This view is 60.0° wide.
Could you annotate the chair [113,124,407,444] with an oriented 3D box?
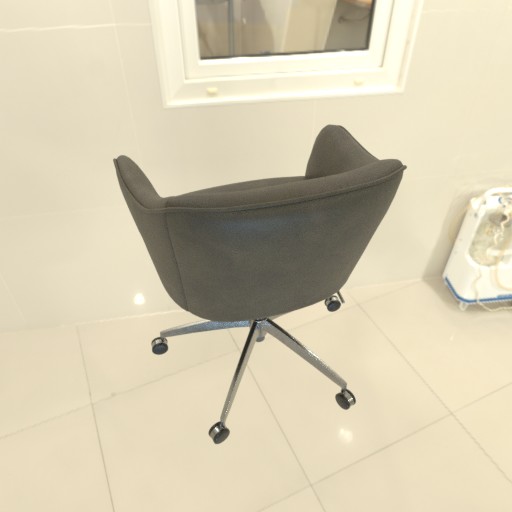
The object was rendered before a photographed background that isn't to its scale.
[{"bbox_3d":[0.000,0.000,1.309,0.713,0.827,0.689,-12,43,-13],"label":"chair"}]
